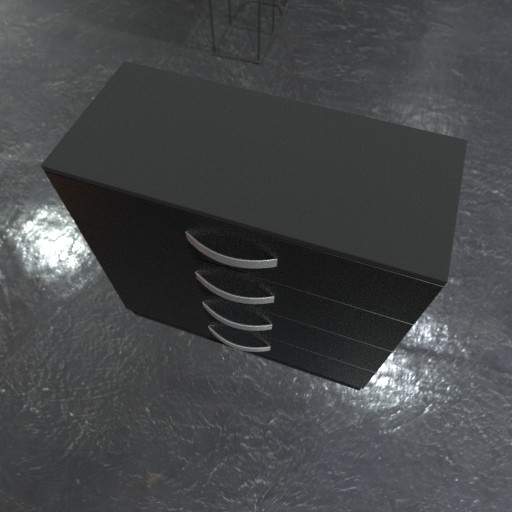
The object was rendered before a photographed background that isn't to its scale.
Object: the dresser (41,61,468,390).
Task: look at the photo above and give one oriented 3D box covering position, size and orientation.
[{"bbox_3d":[0.000,0.000,1.148,0.750,0.720,0.360,17,60,10],"label":"dresser"}]
